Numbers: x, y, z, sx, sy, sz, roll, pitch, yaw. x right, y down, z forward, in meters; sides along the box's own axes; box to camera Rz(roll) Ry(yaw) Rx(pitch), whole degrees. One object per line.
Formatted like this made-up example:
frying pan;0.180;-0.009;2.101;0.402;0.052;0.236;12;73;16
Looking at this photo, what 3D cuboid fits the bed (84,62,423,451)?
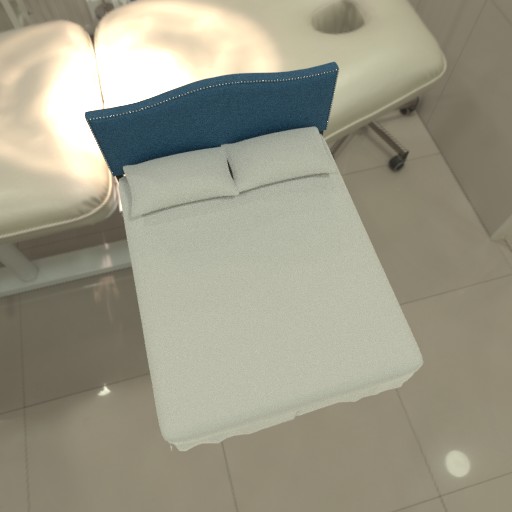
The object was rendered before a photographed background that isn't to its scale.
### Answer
bed;0.000;0.000;2.750;1.610;1.169;1.872;-14;64;-7
